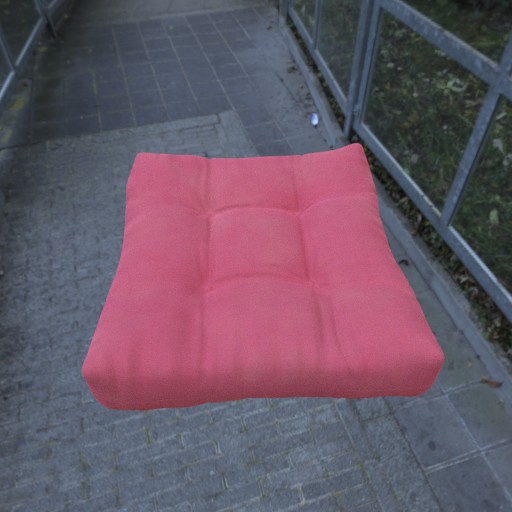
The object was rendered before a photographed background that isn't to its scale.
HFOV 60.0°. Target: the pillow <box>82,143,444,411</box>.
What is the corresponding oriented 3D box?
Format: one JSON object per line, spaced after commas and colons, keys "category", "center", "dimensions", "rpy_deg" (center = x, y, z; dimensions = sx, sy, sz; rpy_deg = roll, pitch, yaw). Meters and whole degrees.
{"category": "pillow", "center": [0.000, 0.000, 0.732], "dimensions": [0.468, 0.128, 0.490], "rpy_deg": [-2, 47, -2]}
